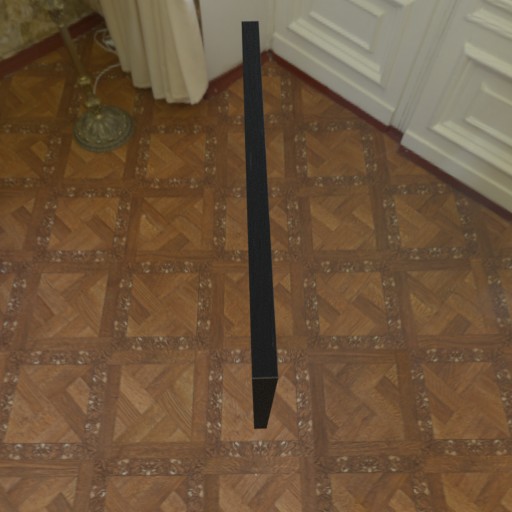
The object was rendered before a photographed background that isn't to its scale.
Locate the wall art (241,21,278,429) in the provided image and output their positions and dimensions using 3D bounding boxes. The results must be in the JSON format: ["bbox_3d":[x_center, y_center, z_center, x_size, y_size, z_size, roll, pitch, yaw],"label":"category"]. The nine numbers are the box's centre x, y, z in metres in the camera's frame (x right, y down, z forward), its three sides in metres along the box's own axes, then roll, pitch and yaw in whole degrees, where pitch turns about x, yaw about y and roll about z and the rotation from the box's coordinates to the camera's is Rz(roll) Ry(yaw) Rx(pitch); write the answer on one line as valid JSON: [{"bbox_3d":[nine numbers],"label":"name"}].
[{"bbox_3d":[0.000,0.000,1.133,0.037,0.761,0.761,-2,64,-1],"label":"wall art"}]
